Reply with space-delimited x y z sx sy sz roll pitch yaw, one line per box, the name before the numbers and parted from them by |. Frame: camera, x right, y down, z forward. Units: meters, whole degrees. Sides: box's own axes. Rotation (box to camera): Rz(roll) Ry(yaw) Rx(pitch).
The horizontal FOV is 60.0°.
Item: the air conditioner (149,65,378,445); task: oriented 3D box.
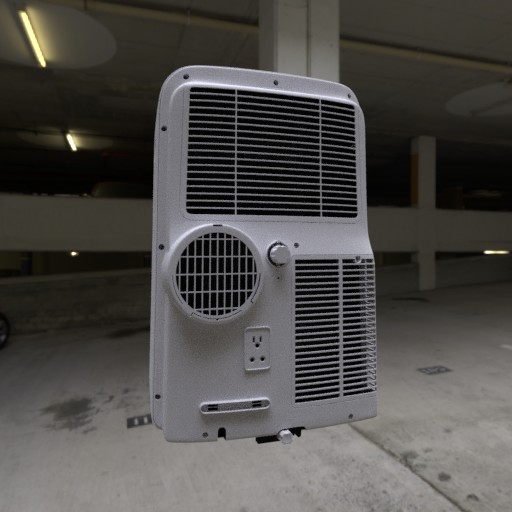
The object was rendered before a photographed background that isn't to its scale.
air conditioner | 0.000 0.000 0.956 0.454 0.700 0.365 0 1 -18
